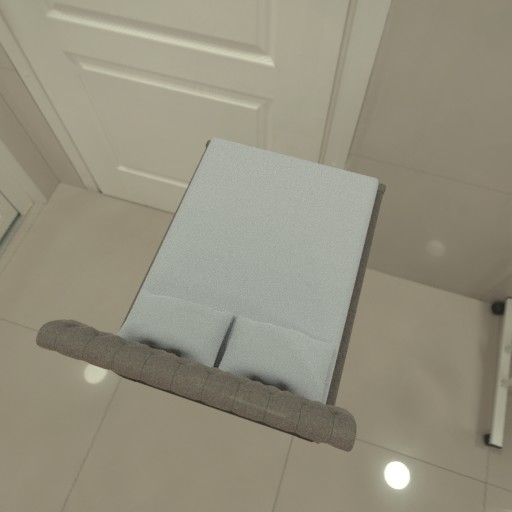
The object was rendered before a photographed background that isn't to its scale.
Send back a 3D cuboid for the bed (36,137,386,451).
[{"bbox_3d":[0.000,0.000,3.194,1.645,1.371,2.252,16,65,8],"label":"bed"}]
